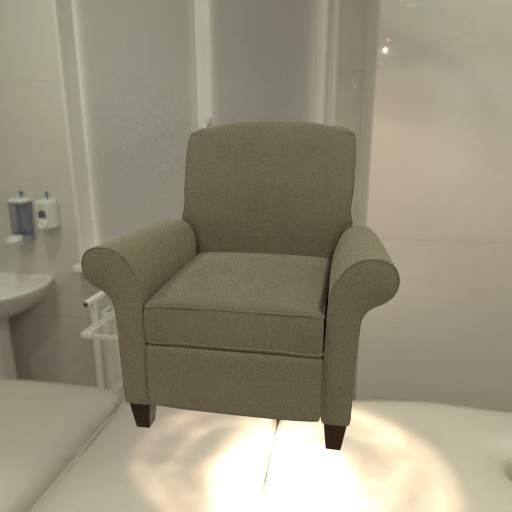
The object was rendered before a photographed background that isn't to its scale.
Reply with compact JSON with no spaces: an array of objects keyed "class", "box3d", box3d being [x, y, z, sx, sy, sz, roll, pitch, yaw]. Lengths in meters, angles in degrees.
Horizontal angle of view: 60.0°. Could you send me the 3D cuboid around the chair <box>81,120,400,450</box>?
[{"class":"chair","box3d":[0.000,0.000,1.752,0.978,1.061,0.905,3,15,10]}]
